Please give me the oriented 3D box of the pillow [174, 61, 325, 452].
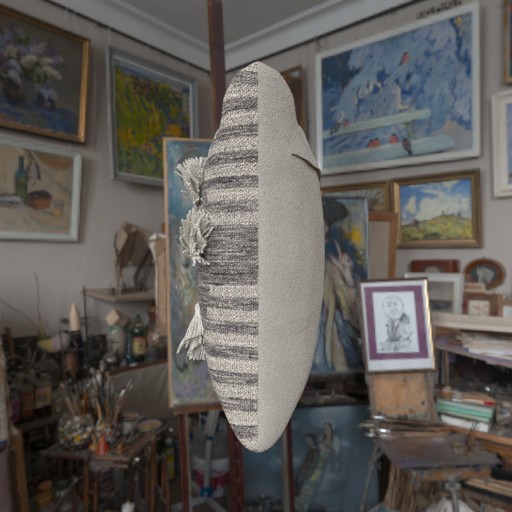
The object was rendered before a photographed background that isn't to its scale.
[{"bbox_3d":[0.000,0.000,0.786,0.234,0.490,0.484,0,0,2],"label":"pillow"}]
